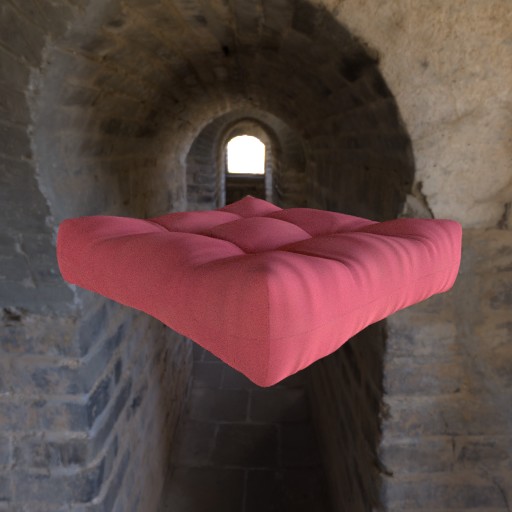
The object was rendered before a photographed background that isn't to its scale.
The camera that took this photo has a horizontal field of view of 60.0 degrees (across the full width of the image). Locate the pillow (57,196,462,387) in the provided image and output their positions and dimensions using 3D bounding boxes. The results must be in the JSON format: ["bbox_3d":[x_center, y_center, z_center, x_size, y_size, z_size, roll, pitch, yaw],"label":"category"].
[{"bbox_3d":[0.000,0.000,0.714,0.490,0.128,0.468,13,19,43],"label":"pillow"}]
